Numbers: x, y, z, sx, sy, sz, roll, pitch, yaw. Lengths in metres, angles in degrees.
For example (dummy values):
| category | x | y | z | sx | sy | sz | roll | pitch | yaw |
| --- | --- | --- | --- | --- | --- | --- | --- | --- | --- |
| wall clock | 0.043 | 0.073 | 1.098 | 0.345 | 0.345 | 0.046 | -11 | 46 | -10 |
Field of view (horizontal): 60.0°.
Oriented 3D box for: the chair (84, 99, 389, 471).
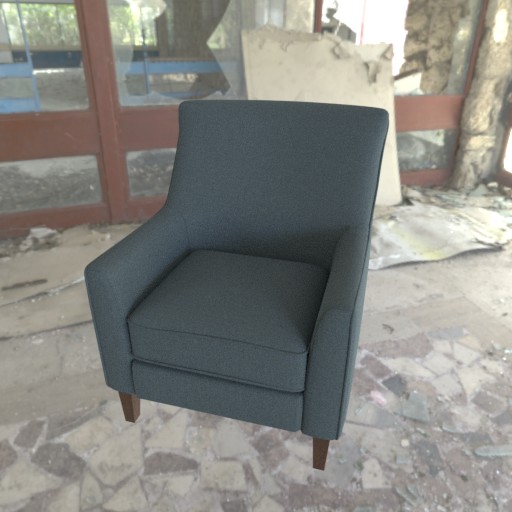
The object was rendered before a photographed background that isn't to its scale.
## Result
| category | x | y | z | sx | sy | sz | roll | pitch | yaw |
| --- | --- | --- | --- | --- | --- | --- | --- | --- | --- |
| chair | 0.000 | 0.000 | 1.511 | 0.756 | 0.916 | 0.879 | 8 | 28 | 15 |
